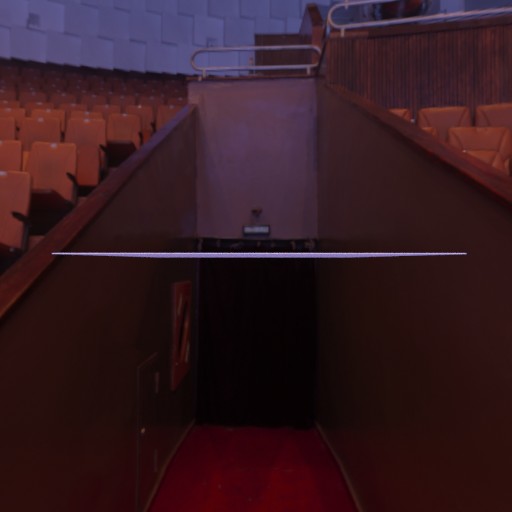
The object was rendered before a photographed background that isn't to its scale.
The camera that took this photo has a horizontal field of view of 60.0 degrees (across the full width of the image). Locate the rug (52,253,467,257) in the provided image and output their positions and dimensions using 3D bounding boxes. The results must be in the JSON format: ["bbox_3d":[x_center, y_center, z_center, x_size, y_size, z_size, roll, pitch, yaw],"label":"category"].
[{"bbox_3d":[0.000,0.000,4.151,2.454,0.005,3.067,0,-1,-1],"label":"rug"}]
